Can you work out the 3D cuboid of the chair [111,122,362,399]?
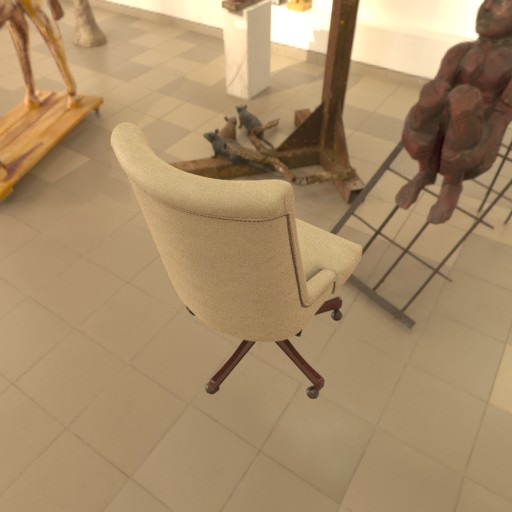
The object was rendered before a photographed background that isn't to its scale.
[{"bbox_3d":[0.000,0.000,1.418,0.645,1.010,0.696,25,51,22],"label":"chair"}]
